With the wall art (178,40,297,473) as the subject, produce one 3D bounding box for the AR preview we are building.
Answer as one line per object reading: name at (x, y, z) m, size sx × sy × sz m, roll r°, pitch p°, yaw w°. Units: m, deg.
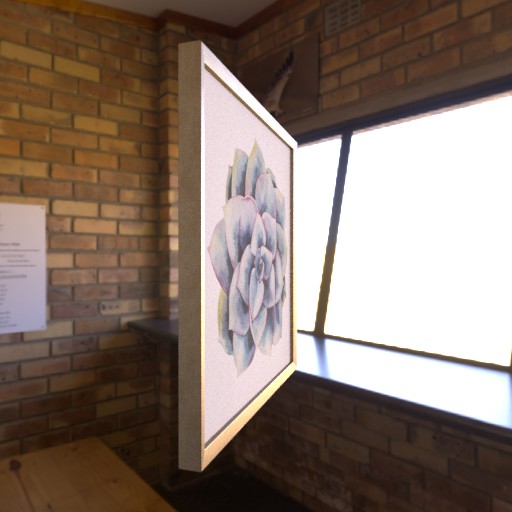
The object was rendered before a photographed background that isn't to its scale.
wall art at (0.000, 0.000, 0.761) m, size 0.030 × 0.506 × 0.503 m, roll 0°, pitch 0°, yaw 18°
